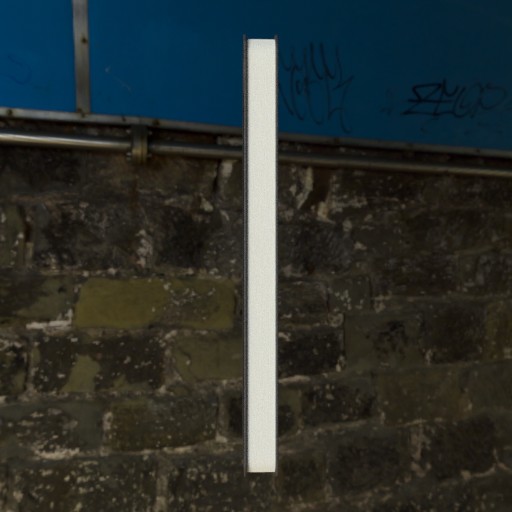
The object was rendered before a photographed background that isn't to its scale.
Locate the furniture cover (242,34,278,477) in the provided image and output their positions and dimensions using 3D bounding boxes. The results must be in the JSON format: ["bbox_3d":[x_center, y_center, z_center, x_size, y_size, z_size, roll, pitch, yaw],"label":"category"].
[{"bbox_3d":[0.000,0.000,0.378,0.023,0.281,0.216,0,0,-2],"label":"furniture cover"}]
